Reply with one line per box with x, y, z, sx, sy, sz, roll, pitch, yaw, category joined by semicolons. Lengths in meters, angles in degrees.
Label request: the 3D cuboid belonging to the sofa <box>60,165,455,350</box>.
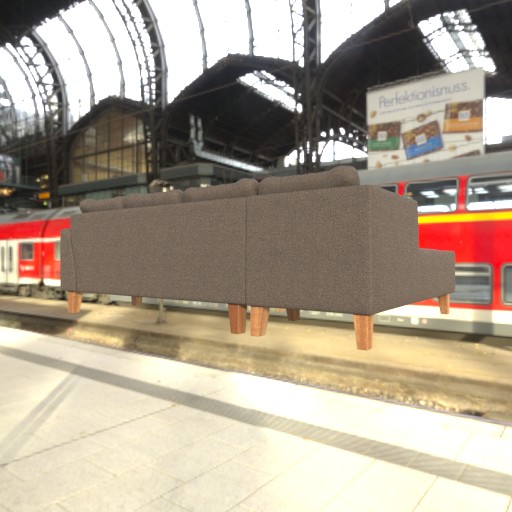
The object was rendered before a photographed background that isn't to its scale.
0.000;0.000;3.618;2.679;0.932;1.829;0;0;36;sofa
